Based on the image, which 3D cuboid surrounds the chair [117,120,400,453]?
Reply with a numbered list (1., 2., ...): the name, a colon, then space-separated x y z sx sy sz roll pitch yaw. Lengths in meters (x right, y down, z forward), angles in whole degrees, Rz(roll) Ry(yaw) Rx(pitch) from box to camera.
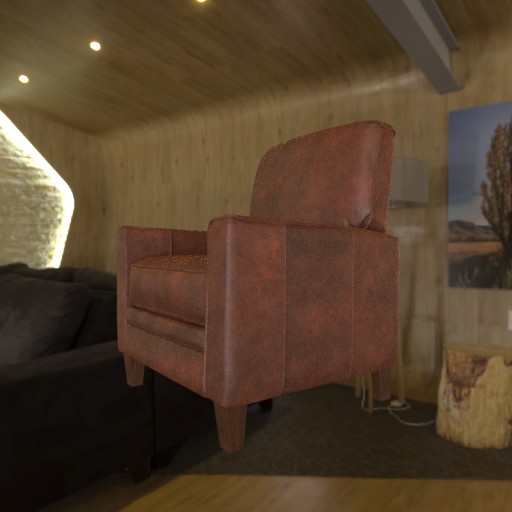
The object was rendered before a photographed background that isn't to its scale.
1. chair: 0.000 0.000 1.693 0.836 1.043 0.843 -1 2 -37
